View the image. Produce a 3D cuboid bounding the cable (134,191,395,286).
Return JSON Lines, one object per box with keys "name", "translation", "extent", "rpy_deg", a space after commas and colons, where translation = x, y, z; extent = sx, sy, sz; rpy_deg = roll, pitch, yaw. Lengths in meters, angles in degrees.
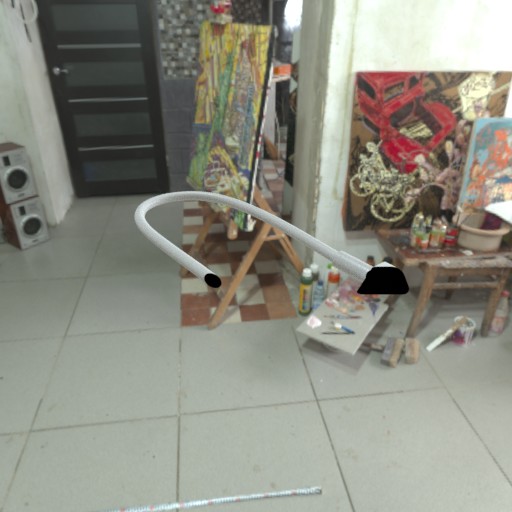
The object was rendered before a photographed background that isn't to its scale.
{"name": "cable", "translation": [0.000, 0.000, 0.110], "extent": [0.040, 0.006, 0.098], "rpy_deg": [-20, 35, -32]}
